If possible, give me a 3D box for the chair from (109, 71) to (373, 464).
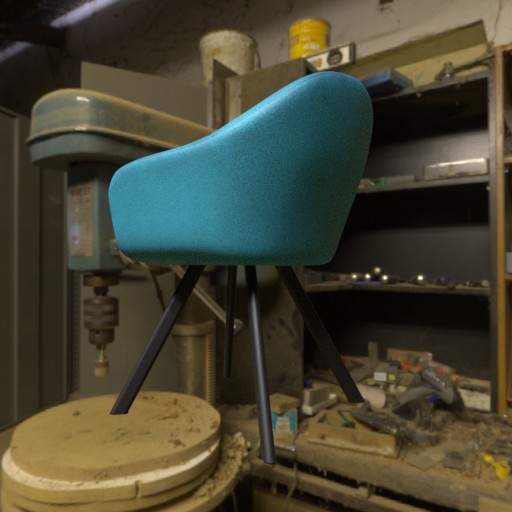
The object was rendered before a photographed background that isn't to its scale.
[{"bbox_3d":[0.000,0.000,1.125,0.570,0.780,0.540,-1,-1,35],"label":"chair"}]
